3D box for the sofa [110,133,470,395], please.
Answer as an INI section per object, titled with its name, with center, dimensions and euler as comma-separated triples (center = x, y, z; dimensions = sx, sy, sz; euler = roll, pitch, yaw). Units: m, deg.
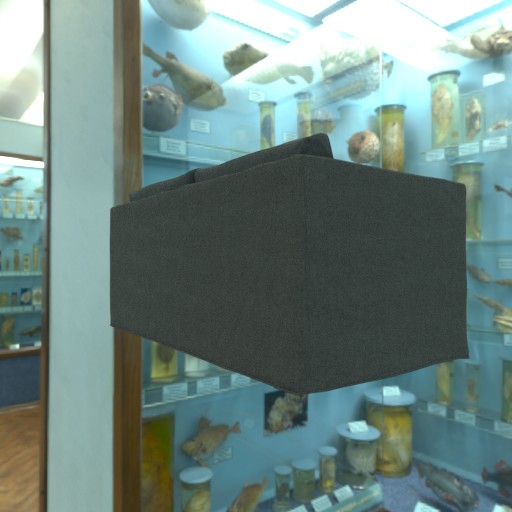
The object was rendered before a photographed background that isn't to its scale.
[sofa]
center = 0.000, 0.000, 2.299
dimensions = 0.974, 0.854, 1.802
euler = 0, 0, -36
